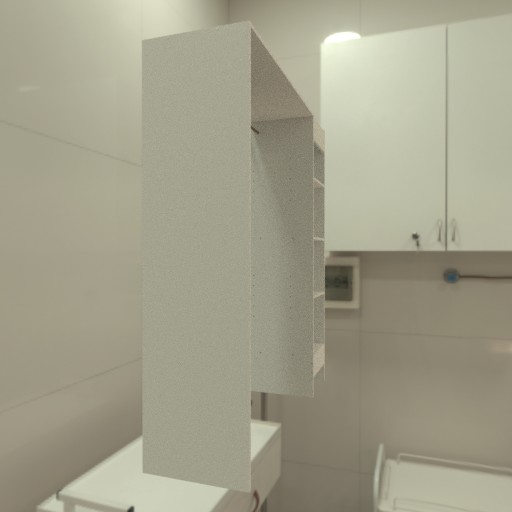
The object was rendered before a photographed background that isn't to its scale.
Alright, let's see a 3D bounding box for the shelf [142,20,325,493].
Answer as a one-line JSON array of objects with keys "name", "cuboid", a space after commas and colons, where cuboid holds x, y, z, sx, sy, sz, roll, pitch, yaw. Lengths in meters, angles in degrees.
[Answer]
[{"name": "shelf", "cuboid": [0.000, 0.000, 2.533, 0.500, 1.810, 1.600, 0, 0, 19]}]
